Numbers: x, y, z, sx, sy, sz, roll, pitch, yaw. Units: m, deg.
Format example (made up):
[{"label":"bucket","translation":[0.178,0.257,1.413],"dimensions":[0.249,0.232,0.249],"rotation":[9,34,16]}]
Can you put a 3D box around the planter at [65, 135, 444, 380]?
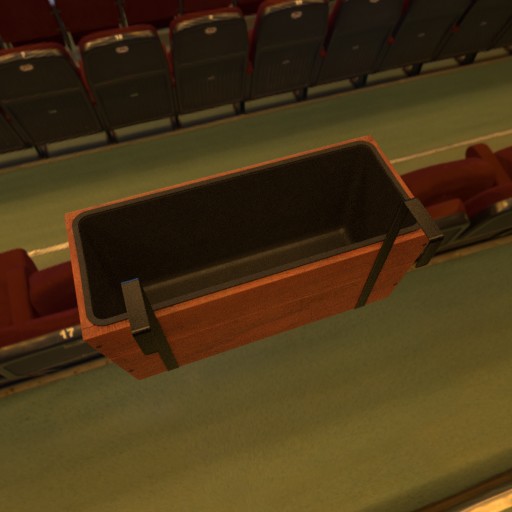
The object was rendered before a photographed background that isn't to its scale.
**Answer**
[{"label":"planter","translation":[0.000,0.000,0.634],"dimensions":[0.480,0.289,0.262],"rotation":[-17,59,-10]}]
